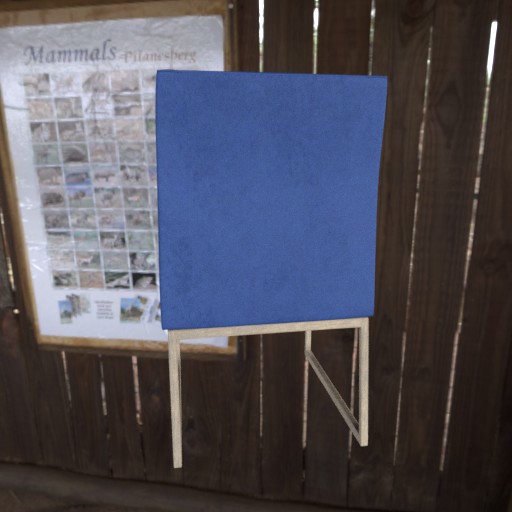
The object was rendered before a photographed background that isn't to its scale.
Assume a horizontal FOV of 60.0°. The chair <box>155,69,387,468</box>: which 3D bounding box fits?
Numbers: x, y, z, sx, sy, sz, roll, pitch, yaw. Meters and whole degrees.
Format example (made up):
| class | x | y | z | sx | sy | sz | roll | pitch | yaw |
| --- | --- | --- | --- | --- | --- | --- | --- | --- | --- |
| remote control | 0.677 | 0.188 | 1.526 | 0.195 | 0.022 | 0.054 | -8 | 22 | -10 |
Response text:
| class | x | y | z | sx | sy | sz | roll | pitch | yaw |
| --- | --- | --- | --- | --- | --- | --- | --- | --- | --- |
| chair | 0.000 | 0.000 | 1.208 | 0.508 | 0.863 | 0.522 | -2 | 14 | -9 |
